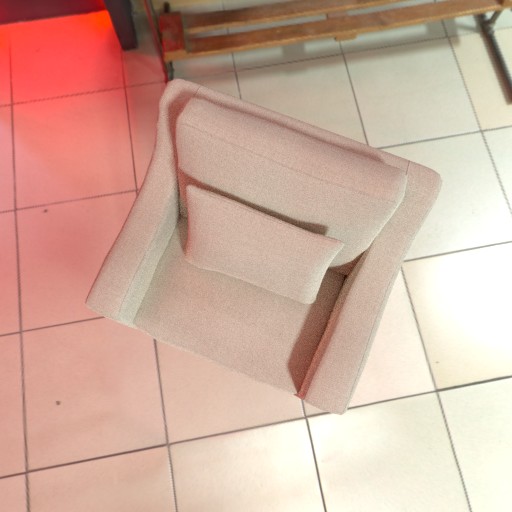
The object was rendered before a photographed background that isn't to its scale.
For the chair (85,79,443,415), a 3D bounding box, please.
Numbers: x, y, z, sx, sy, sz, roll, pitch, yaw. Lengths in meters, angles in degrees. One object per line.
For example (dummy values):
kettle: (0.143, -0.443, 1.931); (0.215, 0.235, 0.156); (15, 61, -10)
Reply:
chair: (0.000, 0.000, 1.973); (1.178, 1.016, 1.009); (22, 76, 6)
